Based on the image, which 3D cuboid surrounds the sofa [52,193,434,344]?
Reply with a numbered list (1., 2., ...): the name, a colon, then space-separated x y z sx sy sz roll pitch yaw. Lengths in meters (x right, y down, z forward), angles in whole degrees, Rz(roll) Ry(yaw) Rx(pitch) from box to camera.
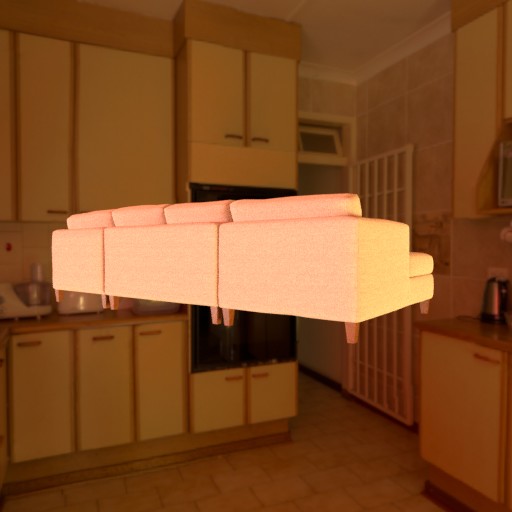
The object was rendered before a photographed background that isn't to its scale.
1. sofa: 0.000 0.000 4.628 3.460 0.961 2.594 1 2 37
